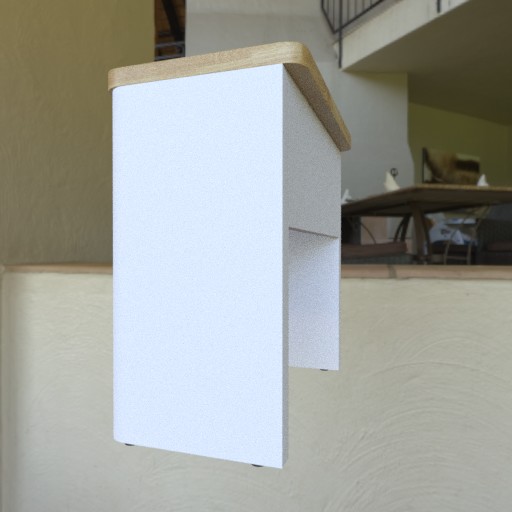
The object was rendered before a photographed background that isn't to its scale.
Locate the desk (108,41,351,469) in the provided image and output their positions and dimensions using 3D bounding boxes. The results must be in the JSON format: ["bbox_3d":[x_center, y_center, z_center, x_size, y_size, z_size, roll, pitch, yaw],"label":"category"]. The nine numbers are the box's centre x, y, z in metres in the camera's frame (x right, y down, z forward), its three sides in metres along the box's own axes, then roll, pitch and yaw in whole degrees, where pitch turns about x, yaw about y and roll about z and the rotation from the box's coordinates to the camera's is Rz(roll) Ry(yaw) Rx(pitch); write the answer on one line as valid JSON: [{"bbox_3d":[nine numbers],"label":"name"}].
[{"bbox_3d":[0.000,0.000,1.230,0.440,0.790,0.760,0,1,19],"label":"desk"}]
